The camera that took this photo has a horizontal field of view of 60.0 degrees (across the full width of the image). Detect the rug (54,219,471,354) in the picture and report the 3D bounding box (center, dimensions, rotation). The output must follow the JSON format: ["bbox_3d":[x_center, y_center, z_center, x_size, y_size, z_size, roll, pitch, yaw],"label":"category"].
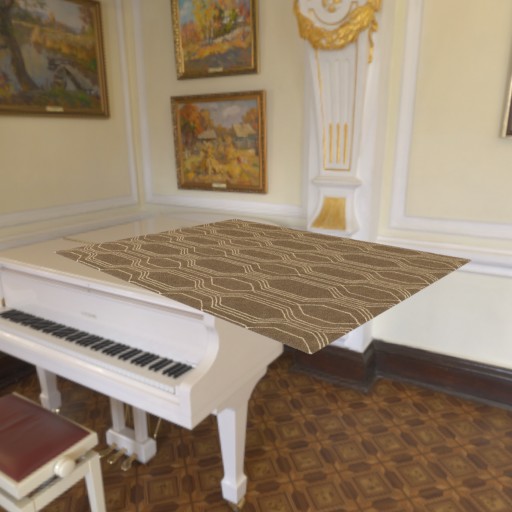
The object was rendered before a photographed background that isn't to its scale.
[{"bbox_3d":[0.000,0.000,4.160,3.062,0.012,2.457,14,20,41],"label":"rug"}]
